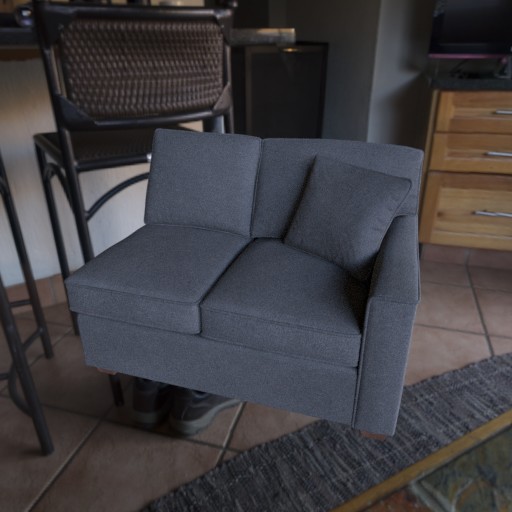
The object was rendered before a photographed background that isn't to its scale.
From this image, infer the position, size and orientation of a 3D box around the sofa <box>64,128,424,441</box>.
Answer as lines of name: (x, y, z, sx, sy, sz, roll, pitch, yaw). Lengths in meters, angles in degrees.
sofa: (0.000, 0.000, 2.039, 1.388, 0.989, 0.991, 8, 26, 17)
